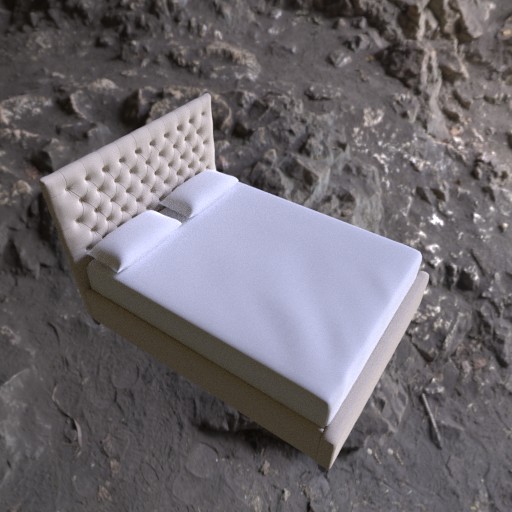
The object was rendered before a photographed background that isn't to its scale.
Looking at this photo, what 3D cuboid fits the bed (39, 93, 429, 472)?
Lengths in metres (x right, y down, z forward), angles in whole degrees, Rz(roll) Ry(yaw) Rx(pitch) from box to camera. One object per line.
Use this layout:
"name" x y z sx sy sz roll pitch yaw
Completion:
"bed" 0.000 0.000 3.308 2.233 1.426 1.696 25 48 25
